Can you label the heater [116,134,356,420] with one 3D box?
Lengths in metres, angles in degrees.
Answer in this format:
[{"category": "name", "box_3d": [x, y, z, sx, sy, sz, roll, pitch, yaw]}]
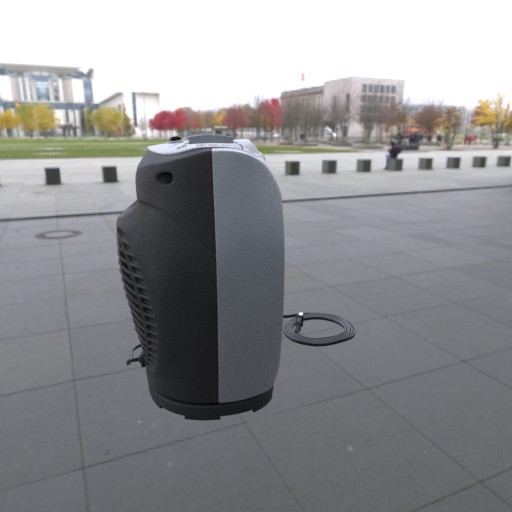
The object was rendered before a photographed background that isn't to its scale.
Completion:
[{"category": "heater", "box_3d": [0.000, 0.000, 0.481, 0.291, 0.255, 0.239, -2, 16, -9]}]
